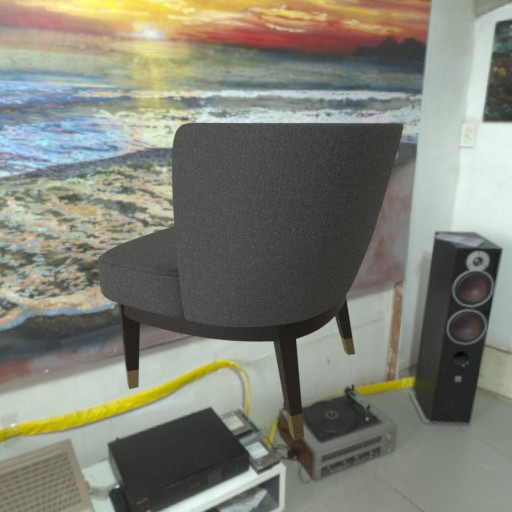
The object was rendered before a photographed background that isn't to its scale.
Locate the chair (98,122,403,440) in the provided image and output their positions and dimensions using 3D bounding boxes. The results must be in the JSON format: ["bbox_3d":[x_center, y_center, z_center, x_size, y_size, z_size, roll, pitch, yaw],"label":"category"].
[{"bbox_3d":[0.000,0.000,1.209,0.698,0.695,0.639,8,19,26],"label":"chair"}]
